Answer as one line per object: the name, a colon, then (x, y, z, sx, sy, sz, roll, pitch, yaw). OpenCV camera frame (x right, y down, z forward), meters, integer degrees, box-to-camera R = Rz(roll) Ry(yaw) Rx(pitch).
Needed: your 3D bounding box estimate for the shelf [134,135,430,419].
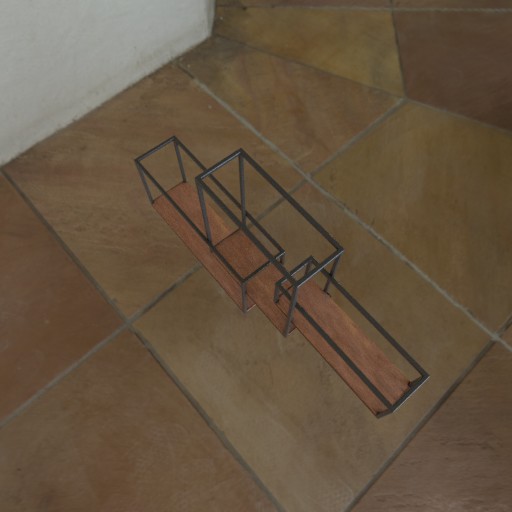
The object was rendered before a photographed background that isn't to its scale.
shelf: (0.000, 0.000, 2.146, 0.275, 0.972, 1.781, -37, 70, -16)
